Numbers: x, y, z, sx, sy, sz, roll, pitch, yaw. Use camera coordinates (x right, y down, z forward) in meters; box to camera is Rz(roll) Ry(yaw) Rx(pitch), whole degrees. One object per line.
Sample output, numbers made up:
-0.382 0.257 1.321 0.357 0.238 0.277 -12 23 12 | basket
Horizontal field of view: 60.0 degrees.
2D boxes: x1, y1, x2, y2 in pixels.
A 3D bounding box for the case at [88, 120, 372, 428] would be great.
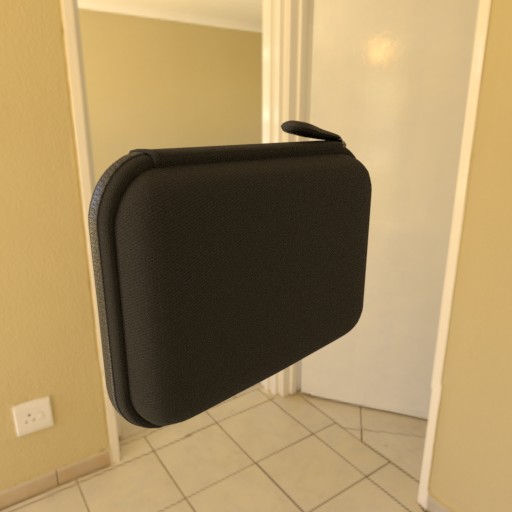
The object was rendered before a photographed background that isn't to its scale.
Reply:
0.000 0.000 0.179 0.132 0.105 0.038 -15 22 -42 | case
